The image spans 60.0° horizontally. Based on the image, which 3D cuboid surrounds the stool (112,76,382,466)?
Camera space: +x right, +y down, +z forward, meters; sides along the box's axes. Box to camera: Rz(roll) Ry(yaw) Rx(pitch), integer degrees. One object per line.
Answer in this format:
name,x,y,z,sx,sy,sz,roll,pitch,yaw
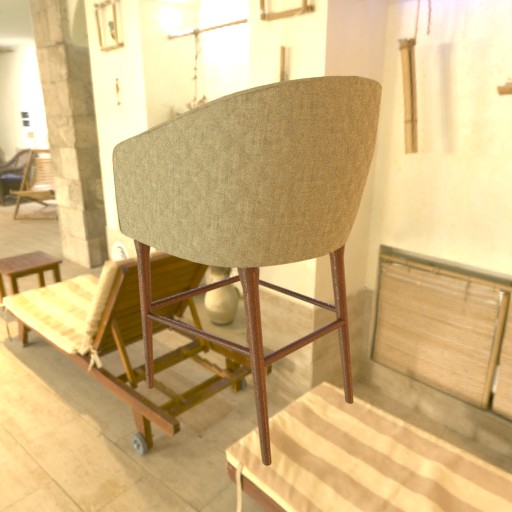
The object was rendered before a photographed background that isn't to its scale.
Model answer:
stool,0.000,0.000,1.307,0.559,0.952,0.635,-16,24,-41
